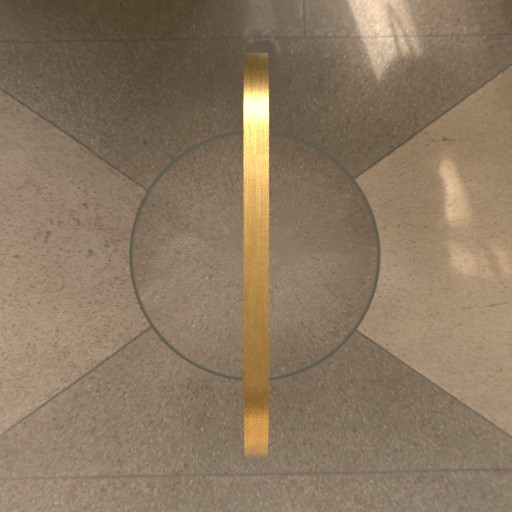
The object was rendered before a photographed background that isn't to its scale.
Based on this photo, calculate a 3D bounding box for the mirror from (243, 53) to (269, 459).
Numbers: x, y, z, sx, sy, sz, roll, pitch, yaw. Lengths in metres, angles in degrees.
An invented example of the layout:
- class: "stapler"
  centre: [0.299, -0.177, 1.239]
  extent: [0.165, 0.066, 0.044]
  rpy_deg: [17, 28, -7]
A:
- class: "mirror"
  centre: [0.000, 0.000, 0.665]
  extent: [0.032, 0.254, 0.584]
  rpy_deg: [0, 90, 0]
